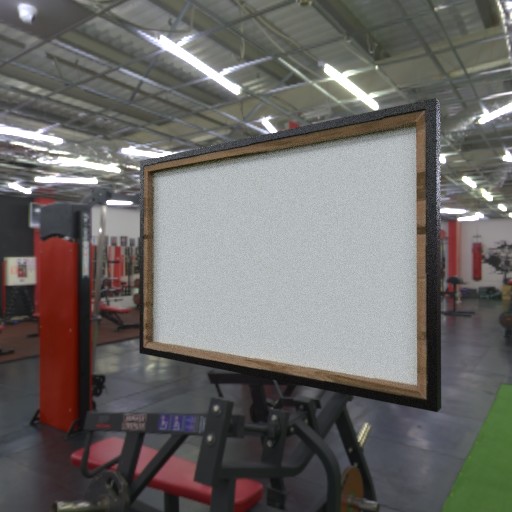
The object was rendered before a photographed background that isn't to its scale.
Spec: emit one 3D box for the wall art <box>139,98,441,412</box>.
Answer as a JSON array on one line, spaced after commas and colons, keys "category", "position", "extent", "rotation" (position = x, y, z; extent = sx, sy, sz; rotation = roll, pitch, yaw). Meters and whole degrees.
[{"category": "wall art", "position": [0.000, 0.000, 0.836], "extent": [0.659, 0.446, 0.022], "rotation": [0, -1, 37]}]
